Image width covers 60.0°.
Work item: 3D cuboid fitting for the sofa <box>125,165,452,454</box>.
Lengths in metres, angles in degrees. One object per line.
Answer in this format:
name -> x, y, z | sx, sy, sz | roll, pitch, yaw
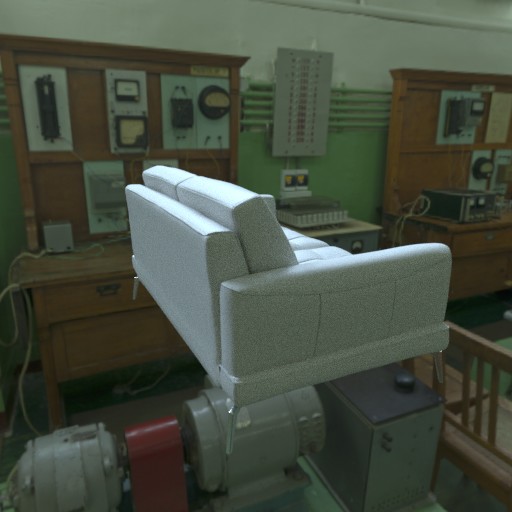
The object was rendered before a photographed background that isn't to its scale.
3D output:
sofa -> 0.000, 0.000, 2.481 | 1.121, 0.930, 1.819 | -8, 18, -25
